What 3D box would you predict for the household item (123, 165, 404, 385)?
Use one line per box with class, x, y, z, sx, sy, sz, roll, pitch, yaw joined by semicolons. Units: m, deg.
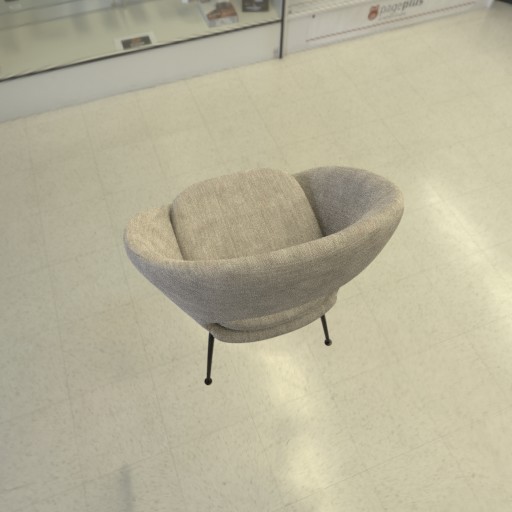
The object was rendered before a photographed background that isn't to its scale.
household item;0.000;0.000;1.256;0.643;0.869;0.587;-16;60;-9
